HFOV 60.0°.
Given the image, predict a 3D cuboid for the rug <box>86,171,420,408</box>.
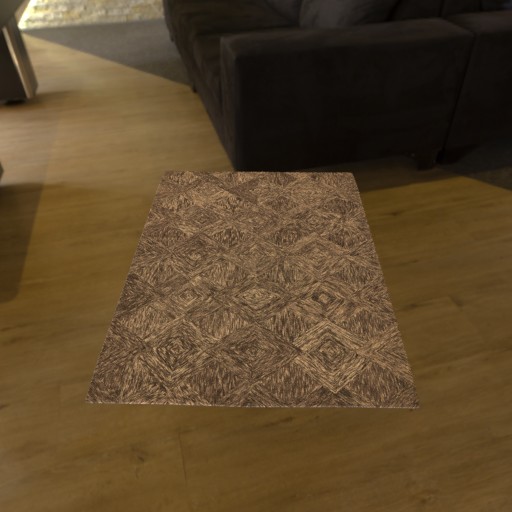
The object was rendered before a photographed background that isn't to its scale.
[{"bbox_3d":[0.000,0.000,5.459,2.997,0.020,4.093,1,41,1],"label":"rug"}]
